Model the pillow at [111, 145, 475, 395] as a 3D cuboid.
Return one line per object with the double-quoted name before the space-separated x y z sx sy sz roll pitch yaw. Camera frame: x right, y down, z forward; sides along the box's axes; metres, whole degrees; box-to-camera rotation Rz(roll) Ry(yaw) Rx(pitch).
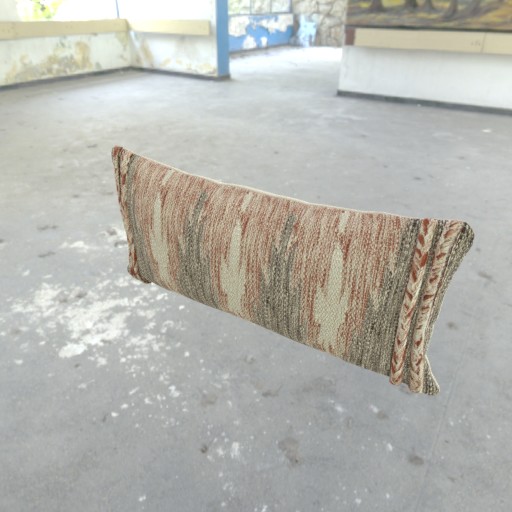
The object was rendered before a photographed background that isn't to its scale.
"pillow" 0.000 0.000 0.729 0.635 0.282 0.139 18 35 27
